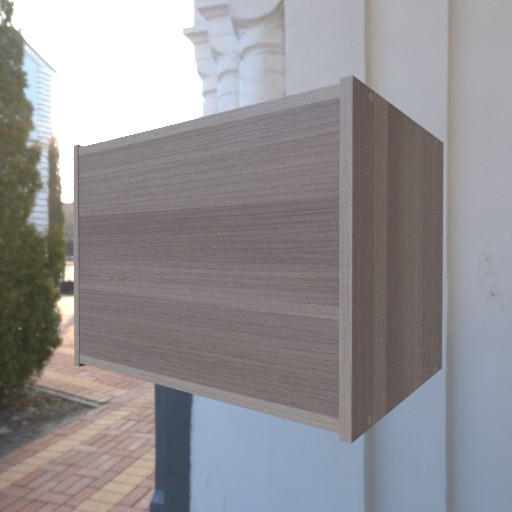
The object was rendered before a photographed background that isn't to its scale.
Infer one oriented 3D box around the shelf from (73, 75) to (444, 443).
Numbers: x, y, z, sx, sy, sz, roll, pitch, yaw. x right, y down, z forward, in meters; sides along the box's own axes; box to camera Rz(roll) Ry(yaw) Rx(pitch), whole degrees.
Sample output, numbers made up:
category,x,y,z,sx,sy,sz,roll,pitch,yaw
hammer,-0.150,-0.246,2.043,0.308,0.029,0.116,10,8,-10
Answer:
category,x,y,z,sx,sy,sz,roll,pitch,yaw
shelf,0.000,0.000,0.606,0.415,0.305,0.290,1,1,37
